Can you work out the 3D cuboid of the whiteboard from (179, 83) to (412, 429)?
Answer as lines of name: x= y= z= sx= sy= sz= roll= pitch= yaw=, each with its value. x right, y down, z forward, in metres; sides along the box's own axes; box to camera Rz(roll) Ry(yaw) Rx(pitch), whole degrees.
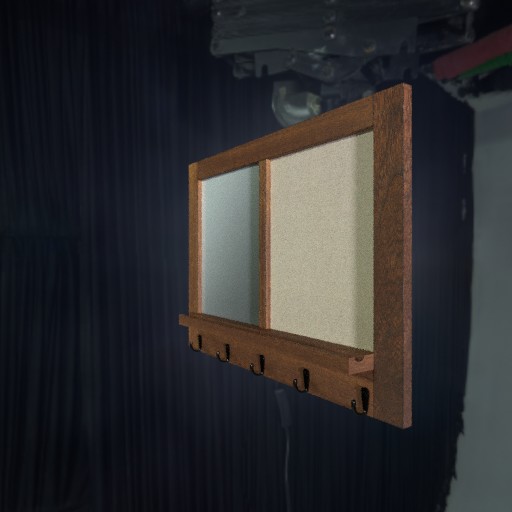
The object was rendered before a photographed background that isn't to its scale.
whiteboard: x=0.000 y=0.000 z=1.026 sx=0.083 sy=0.559 sz=0.783 roll=0 pitch=0 yaw=-34
